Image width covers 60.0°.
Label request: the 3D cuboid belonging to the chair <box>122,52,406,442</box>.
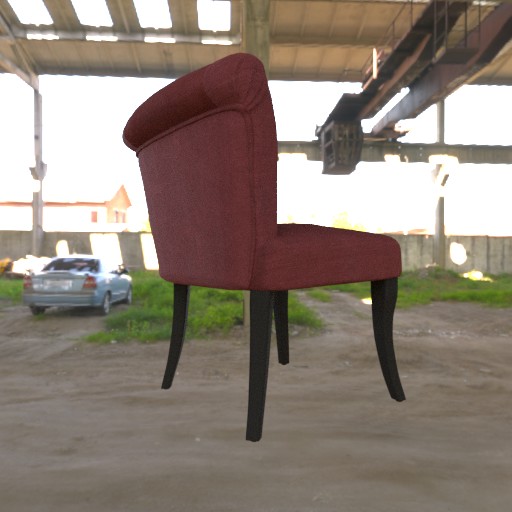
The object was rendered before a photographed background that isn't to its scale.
[{"bbox_3d":[0.000,0.000,1.160,0.605,0.750,0.582,0,0,-36],"label":"chair"}]
